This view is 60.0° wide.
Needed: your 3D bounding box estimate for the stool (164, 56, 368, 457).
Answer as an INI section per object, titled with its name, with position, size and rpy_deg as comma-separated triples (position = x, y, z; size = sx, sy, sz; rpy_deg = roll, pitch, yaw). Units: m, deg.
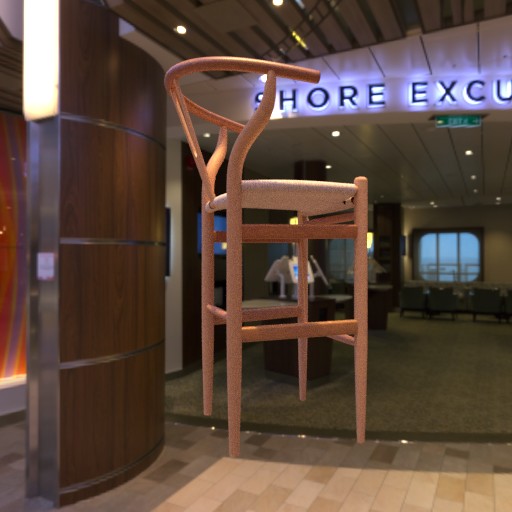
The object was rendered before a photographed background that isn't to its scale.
[stool]
position = 0.000, 0.000, 1.379
size = 0.561, 1.068, 0.574
rpy_deg = 0, 0, -19
